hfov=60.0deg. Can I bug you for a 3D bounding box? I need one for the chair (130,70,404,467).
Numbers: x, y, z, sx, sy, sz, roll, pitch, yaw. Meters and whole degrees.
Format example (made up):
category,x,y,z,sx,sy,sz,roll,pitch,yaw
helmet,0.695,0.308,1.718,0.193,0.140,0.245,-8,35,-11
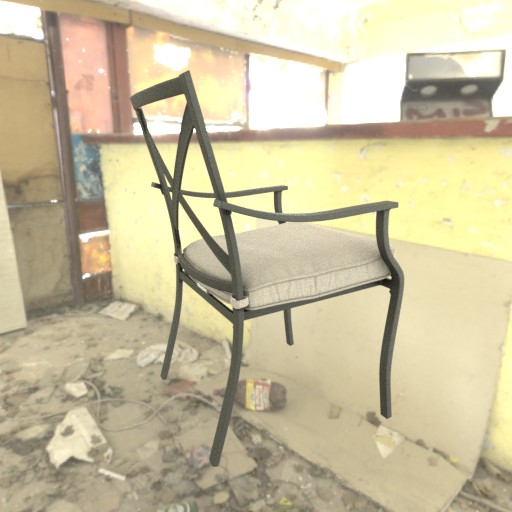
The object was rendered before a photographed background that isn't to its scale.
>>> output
category,x,y,z,sx,sy,sz,roll,pitch,yaw
chair,0.000,0.000,1.271,0.620,0.889,0.575,-7,15,-26
